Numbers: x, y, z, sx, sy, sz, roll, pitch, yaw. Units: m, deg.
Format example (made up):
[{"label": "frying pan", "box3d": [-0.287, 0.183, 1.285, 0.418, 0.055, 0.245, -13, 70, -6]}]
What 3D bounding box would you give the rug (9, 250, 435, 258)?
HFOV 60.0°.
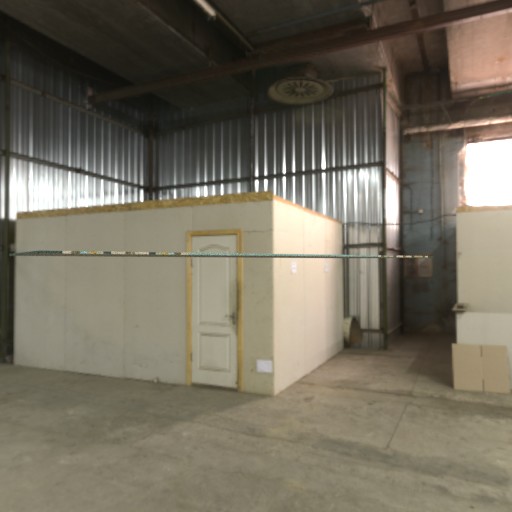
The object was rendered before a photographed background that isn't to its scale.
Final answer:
[{"label": "rug", "box3d": [0.000, 0.000, 2.582, 2.441, 0.010, 0.744, 1, -1, -36]}]
